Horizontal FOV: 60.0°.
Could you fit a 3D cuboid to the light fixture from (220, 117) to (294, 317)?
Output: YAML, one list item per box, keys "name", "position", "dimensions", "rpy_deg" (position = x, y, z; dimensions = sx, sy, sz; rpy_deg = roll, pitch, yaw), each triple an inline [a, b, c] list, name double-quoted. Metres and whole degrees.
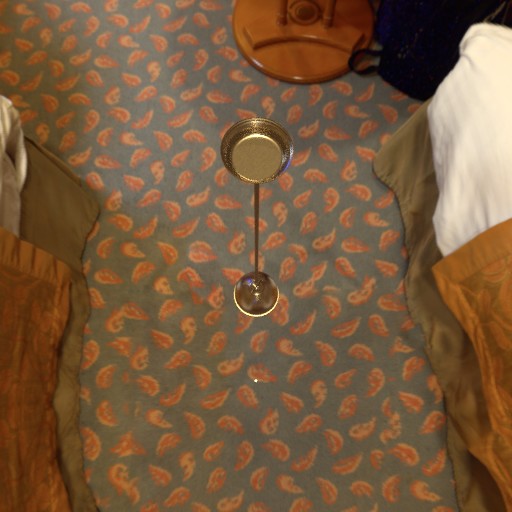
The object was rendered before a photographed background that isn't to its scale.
- name: "light fixture"
  position: [0.000, 0.000, 1.438]
  dimensions: [0.211, 1.367, 0.217]
  rpy_deg: [37, 77, 10]
